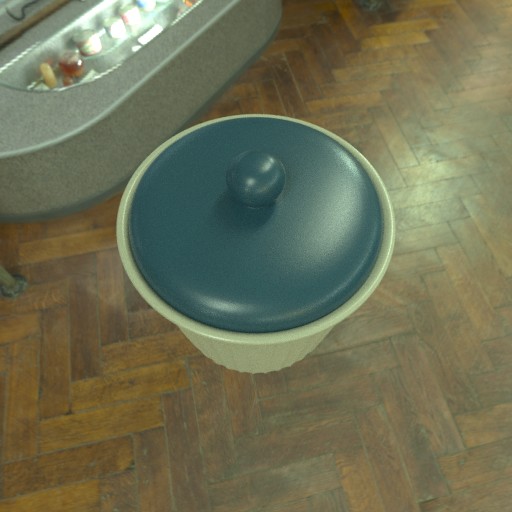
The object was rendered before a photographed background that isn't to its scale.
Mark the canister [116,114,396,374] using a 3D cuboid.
[{"bbox_3d":[0.000,0.000,0.341,0.181,0.211,0.181,0,60,0],"label":"canister"}]
